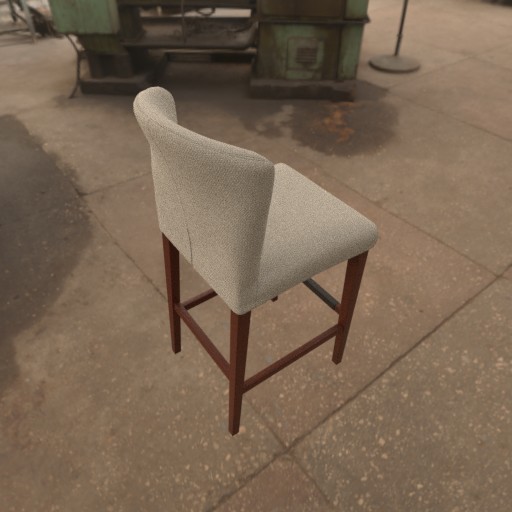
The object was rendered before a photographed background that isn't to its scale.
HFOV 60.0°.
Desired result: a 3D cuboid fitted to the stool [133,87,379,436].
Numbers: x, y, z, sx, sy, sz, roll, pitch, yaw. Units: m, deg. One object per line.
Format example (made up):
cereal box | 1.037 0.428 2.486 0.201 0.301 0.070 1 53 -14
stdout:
stool | 0.000 0.000 1.402 0.568 1.069 0.481 -25 48 -26
